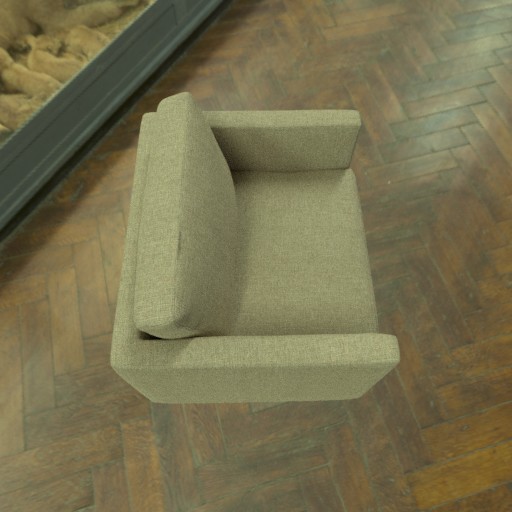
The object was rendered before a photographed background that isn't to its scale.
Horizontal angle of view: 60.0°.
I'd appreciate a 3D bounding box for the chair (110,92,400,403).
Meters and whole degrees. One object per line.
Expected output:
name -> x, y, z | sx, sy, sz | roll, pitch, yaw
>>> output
chair -> 0.000, 0.000, 1.879 | 0.959, 0.987, 1.107 | -1, 63, 0
